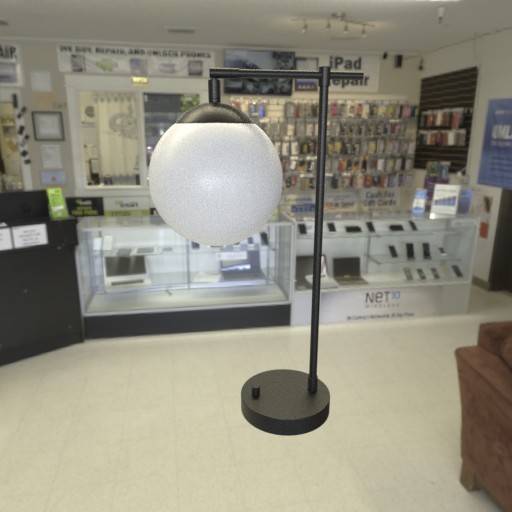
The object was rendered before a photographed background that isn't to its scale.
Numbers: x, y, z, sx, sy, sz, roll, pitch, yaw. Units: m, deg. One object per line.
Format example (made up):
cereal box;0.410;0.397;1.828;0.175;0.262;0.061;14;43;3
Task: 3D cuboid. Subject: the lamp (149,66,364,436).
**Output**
lamp;0.000;0.000;0.701;0.316;0.559;0.197;-2;16;-8
